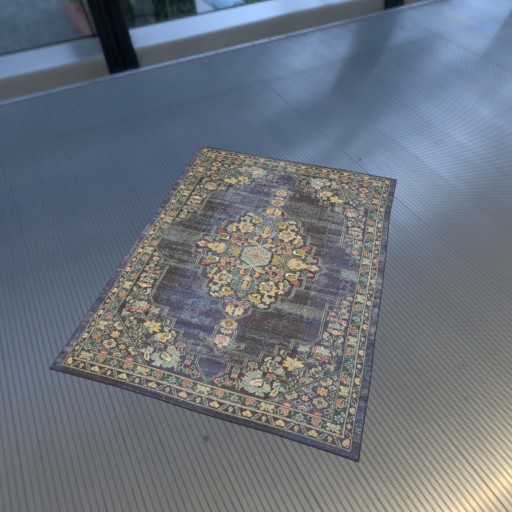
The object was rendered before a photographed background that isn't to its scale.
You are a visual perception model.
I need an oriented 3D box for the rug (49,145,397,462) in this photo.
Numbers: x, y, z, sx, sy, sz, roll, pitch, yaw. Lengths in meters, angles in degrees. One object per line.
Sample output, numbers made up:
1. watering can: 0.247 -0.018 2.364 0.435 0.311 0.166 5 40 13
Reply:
1. rug: 0.000 0.000 4.778 2.716 0.035 3.612 12 49 11
